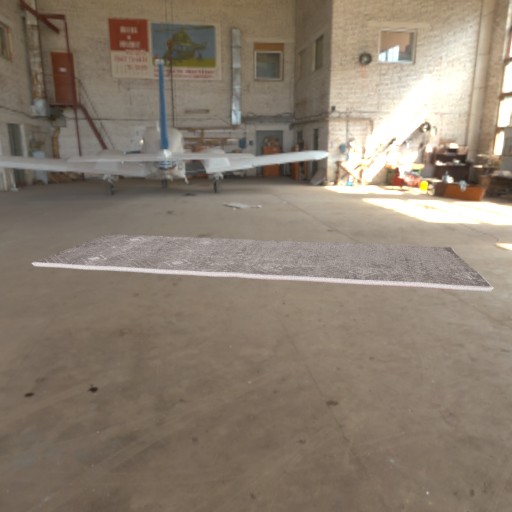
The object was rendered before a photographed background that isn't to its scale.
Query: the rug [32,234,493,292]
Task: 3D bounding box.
[{"bbox_3d":[0.000,0.000,2.639,2.381,0.035,0.832,3,14,10],"label":"rug"}]
